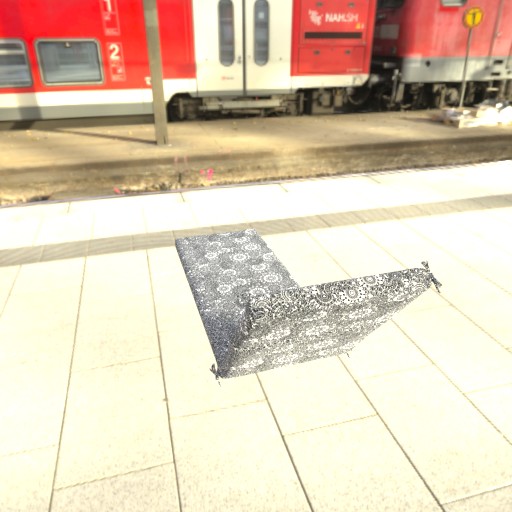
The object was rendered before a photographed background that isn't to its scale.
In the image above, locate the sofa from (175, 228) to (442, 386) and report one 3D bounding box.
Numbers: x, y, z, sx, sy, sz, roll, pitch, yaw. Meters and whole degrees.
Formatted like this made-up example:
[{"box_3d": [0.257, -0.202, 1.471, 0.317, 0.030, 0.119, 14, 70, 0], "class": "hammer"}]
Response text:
[{"box_3d": [0.000, 0.000, 1.945, 0.582, 0.622, 1.663, -8, 28, -16], "class": "sofa"}]
